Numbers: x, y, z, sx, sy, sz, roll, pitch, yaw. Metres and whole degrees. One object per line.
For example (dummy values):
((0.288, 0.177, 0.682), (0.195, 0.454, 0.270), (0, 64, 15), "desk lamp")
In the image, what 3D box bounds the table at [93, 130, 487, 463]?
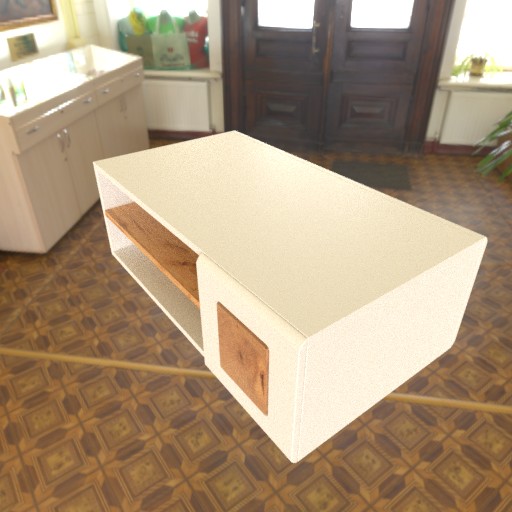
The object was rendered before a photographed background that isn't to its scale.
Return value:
((0.000, 0.000, 1.434), (0.639, 0.442, 1.097), (-22, 39, -30), "table")
